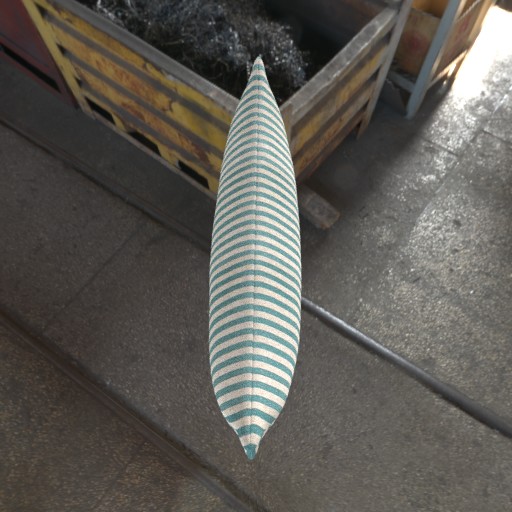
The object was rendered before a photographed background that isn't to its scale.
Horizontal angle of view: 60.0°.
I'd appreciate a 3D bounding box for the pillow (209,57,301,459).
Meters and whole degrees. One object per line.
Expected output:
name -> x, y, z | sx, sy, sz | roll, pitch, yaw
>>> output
pillow -> 0.000, 0.000, 0.747 | 0.151, 0.295, 0.617 | 1, 63, 0
